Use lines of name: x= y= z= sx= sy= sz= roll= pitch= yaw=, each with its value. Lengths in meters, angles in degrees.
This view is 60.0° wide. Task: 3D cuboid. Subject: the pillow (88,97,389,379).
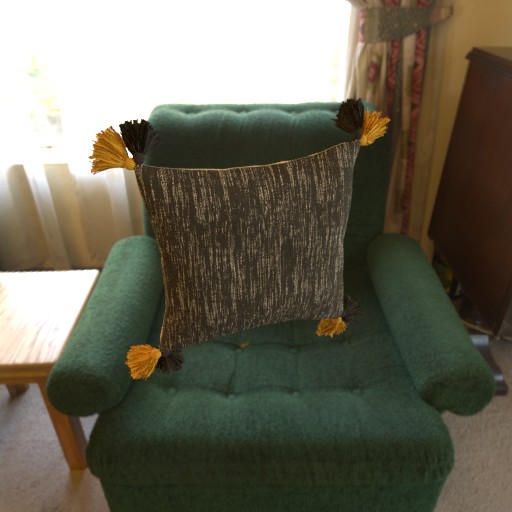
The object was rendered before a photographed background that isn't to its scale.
pillow: x=0.000 y=0.000 z=1.009 sx=0.654 sy=0.659 sz=0.139 roll=-10 pitch=34 yaw=-15
